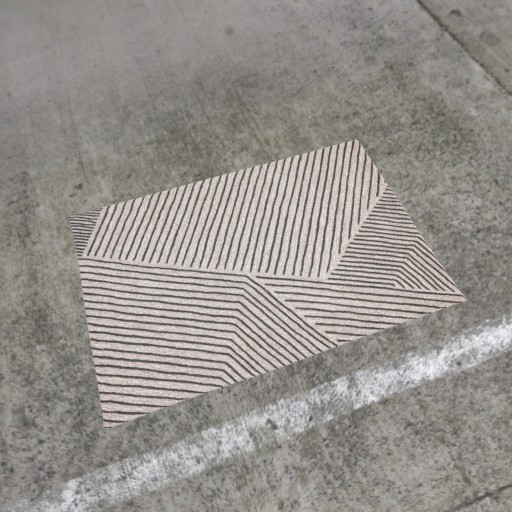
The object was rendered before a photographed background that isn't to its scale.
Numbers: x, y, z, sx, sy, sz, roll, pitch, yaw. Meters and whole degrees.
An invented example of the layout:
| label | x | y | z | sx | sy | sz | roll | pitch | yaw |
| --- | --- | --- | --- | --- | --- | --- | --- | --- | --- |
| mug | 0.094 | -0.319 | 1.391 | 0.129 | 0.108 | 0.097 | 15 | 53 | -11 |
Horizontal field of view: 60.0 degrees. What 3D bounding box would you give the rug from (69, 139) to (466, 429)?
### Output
| label | x | y | z | sx | sy | sz | roll | pitch | yaw |
| --- | --- | --- | --- | --- | --- | --- | --- | --- | --- |
| rug | 0.000 | 0.000 | 2.401 | 1.842 | 0.019 | 1.237 | -17 | 59 | -10 |
